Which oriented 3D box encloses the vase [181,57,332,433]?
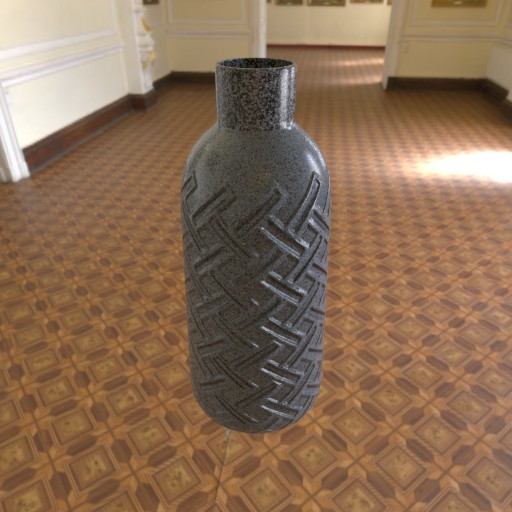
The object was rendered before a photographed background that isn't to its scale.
[{"bbox_3d":[0.000,0.000,0.350,0.122,0.282,0.122,0,31,0],"label":"vase"}]
